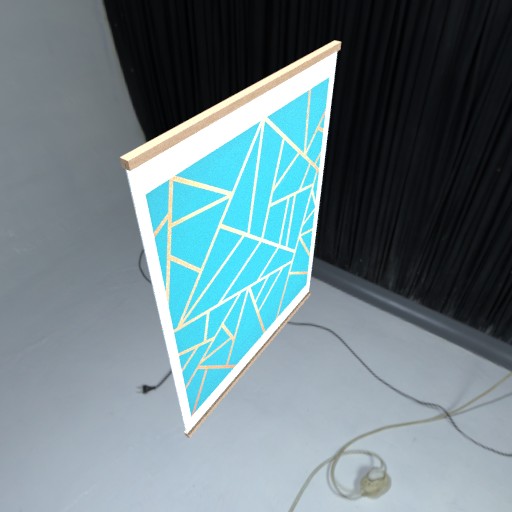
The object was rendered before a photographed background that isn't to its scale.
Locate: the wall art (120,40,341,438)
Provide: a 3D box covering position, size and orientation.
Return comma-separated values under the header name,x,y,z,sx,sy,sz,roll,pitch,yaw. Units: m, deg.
name,x,y,z,sx,sy,sz,roll,pitch,yaw
wall art,0.000,0.000,0.791,0.012,0.608,0.459,26,48,25
